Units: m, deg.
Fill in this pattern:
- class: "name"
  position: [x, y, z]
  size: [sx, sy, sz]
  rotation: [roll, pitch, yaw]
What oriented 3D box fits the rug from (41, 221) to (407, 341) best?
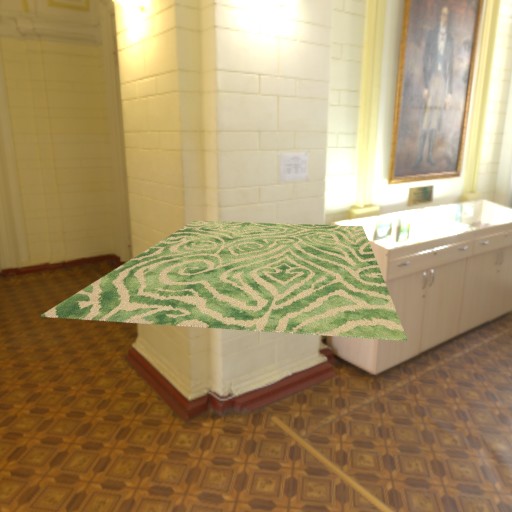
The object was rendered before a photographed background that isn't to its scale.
- class: "rug"
  position: [0.000, 0.000, 2.311]
  size: [1.220, 0.006, 1.826]
  rotation: [2, 15, 9]
